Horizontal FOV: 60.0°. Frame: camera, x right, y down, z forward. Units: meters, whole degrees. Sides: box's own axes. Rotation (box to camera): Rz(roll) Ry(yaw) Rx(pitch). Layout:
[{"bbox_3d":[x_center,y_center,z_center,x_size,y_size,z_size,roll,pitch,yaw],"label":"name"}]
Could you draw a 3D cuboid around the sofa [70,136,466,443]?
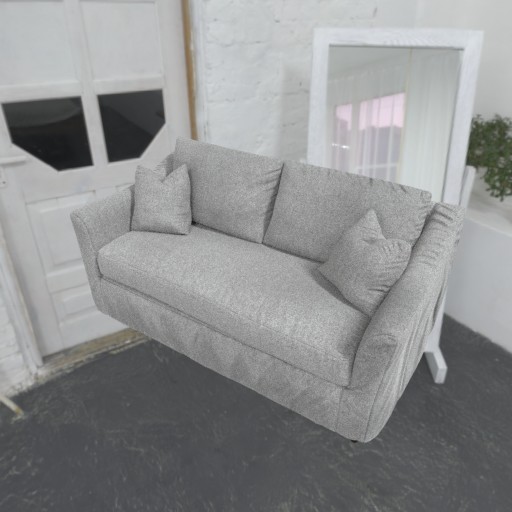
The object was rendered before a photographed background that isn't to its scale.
[{"bbox_3d":[0.000,0.000,2.622,2.010,1.018,1.072,19,35,29],"label":"sofa"}]
